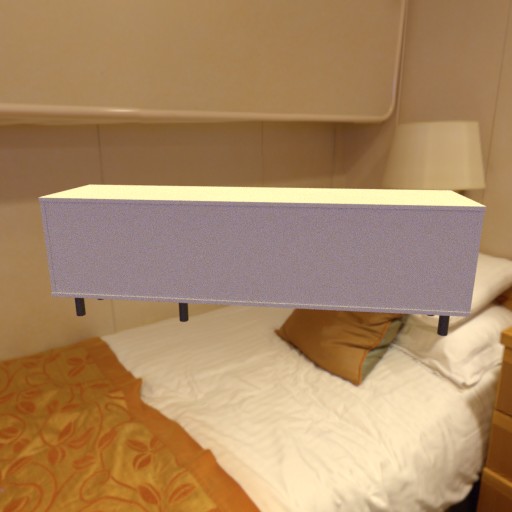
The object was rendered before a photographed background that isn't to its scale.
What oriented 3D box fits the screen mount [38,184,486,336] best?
[{"bbox_3d":[0.000,0.000,1.844,1.600,0.520,0.418,2,16,7],"label":"screen mount"}]
